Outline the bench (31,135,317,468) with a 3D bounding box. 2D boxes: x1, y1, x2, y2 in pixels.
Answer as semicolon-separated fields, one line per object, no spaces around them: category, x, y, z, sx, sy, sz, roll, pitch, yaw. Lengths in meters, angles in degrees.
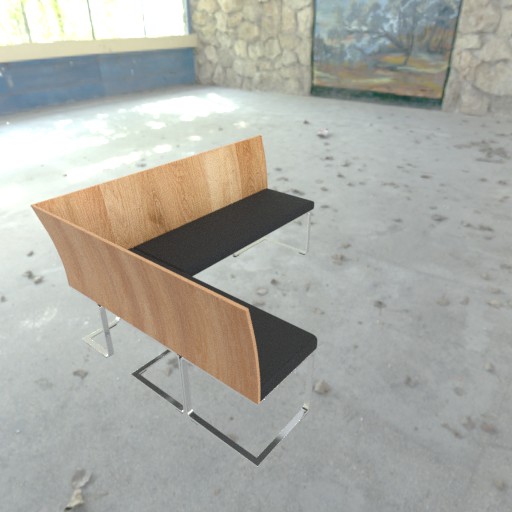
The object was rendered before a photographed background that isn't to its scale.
bench;0.000;0.000;2.815;1.495;0.930;1.945;22;36;34
